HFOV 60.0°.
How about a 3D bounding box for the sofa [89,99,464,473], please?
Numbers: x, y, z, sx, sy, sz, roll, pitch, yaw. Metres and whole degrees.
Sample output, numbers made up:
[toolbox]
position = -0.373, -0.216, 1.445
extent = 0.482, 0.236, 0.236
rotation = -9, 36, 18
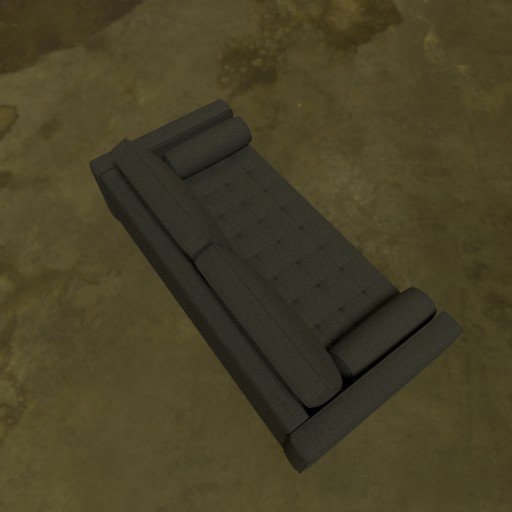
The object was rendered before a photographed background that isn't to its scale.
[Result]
[sofa]
position = 0.000, 0.000, 2.327
extent = 0.914, 0.759, 1.875
rotation = -32, 64, -18
